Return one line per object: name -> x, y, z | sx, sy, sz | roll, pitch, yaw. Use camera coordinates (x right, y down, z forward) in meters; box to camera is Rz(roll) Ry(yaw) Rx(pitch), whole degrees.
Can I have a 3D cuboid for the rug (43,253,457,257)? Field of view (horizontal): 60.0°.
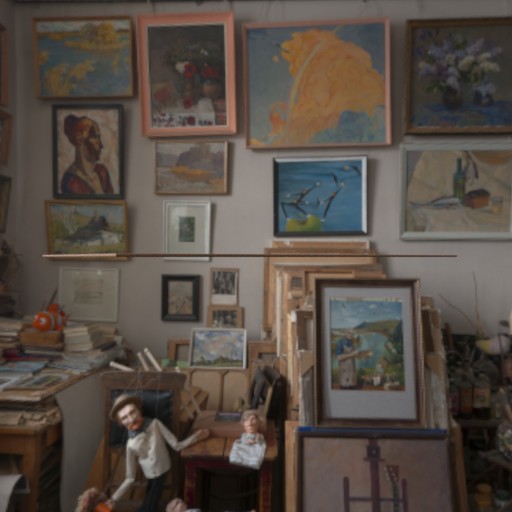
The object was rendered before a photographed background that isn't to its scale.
rug -> 0.000, 0.000, 3.062 | 2.438, 0.014, 1.523 | 0, 0, -36
